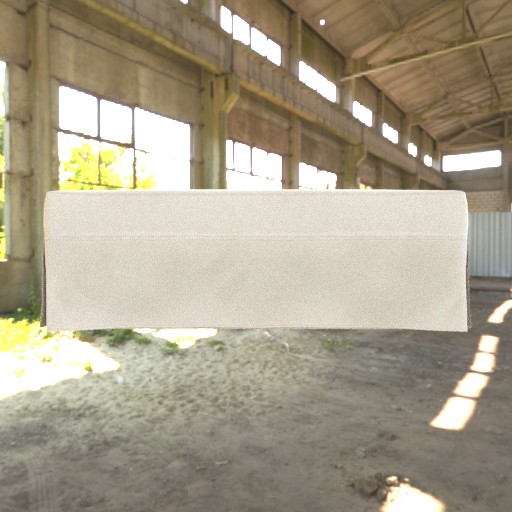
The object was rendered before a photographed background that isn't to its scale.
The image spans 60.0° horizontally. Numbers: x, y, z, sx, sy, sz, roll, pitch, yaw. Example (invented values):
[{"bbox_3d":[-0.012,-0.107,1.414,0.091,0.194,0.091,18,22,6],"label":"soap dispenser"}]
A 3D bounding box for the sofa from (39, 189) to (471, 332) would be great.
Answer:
[{"bbox_3d":[0.000,0.000,2.115,1.677,0.552,0.939,0,1,0],"label":"sofa"}]
